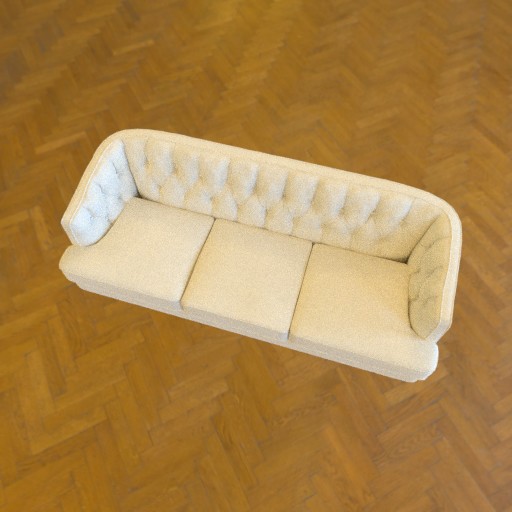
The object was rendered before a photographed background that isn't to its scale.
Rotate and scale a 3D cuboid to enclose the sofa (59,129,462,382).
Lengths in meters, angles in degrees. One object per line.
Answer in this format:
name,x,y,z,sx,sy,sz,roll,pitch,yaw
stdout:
sofa,0.000,0.000,2.773,2.278,0.855,0.941,14,60,9
